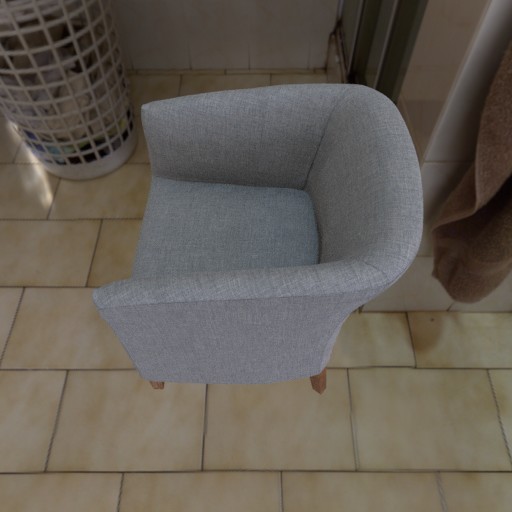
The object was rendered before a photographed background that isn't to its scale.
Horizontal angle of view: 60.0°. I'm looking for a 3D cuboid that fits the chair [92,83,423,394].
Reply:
[{"bbox_3d":[0.000,0.000,1.232,0.668,0.771,0.600,2,58,1],"label":"chair"}]
